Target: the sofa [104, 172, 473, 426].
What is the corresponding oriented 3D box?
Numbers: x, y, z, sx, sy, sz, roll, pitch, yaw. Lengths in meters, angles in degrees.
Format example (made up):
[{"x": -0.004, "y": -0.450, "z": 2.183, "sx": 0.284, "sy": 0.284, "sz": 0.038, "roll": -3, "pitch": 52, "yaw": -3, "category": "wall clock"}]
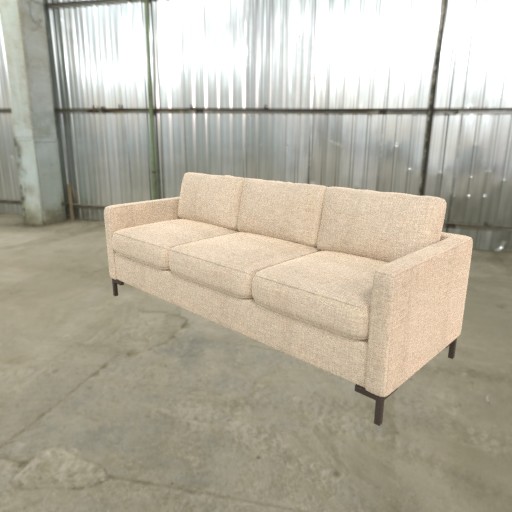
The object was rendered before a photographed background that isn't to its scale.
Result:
[{"x": 0.000, "y": 0.000, "z": 2.715, "sx": 2.218, "sy": 0.874, "sz": 0.859, "roll": 15, "pitch": 21, "yaw": 42, "category": "sofa"}]
